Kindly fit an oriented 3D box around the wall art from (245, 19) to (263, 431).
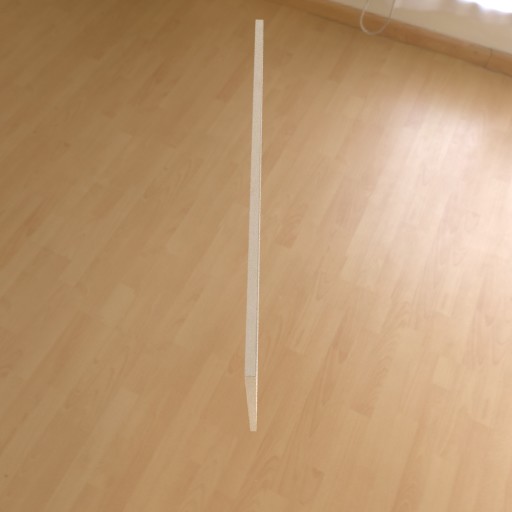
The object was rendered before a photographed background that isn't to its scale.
[{"bbox_3d":[0.000,0.000,0.867,0.013,0.584,0.584,1,63,1],"label":"wall art"}]
